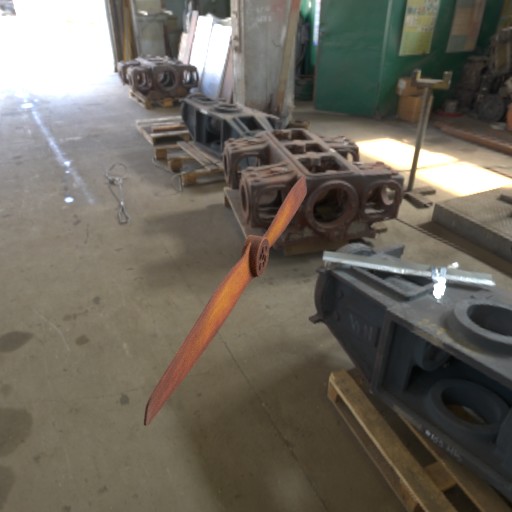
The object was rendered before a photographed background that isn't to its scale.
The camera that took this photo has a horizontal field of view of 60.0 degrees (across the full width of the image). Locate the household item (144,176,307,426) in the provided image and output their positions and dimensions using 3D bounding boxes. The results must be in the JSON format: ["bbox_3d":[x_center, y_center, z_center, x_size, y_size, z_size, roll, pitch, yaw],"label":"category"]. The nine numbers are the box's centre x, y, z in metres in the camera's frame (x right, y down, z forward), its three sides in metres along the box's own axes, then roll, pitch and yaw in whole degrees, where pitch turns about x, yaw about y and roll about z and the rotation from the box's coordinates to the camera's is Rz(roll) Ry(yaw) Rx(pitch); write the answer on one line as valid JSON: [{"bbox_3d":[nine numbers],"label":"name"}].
[{"bbox_3d":[0.000,0.000,1.261,0.051,0.121,1.181,10,32,16],"label":"household item"}]
